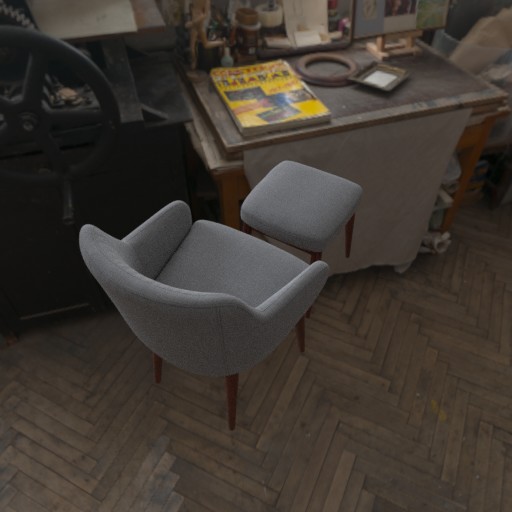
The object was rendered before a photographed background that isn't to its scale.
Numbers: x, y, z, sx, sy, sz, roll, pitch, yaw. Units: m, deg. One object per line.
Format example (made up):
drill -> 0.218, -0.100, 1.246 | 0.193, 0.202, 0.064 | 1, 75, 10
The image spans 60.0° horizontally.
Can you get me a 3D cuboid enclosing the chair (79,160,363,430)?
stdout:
chair -> 0.000, 0.000, 1.571 | 0.584, 0.799, 1.107 | 24, 51, 21
